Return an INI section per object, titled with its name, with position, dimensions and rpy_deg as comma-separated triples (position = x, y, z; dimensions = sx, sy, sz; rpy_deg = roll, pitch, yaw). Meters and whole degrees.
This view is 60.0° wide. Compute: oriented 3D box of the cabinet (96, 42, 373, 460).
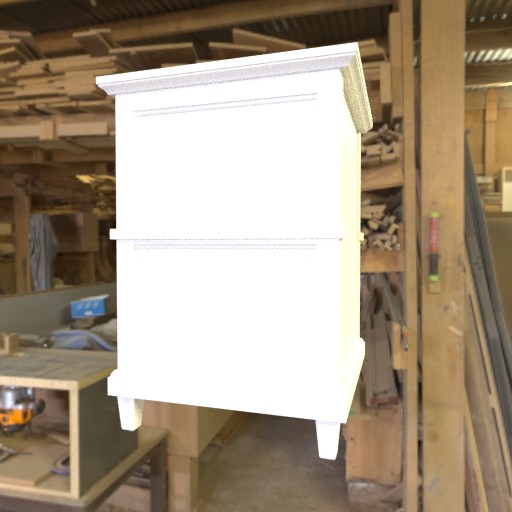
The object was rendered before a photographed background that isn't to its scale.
[cabinet]
position = 0.000, 0.000, 1.134
dimensions = 0.547, 0.775, 0.544
rpy_deg = 0, 2, 17
